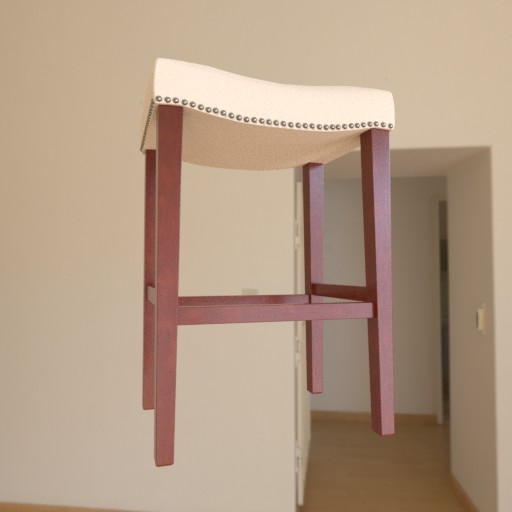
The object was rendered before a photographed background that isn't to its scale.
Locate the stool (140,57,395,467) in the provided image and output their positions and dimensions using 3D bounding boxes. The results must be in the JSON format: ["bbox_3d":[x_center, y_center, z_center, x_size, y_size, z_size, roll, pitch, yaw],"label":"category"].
[{"bbox_3d":[0.000,0.000,1.017,0.504,0.742,0.372,1,-2,-18],"label":"stool"}]
